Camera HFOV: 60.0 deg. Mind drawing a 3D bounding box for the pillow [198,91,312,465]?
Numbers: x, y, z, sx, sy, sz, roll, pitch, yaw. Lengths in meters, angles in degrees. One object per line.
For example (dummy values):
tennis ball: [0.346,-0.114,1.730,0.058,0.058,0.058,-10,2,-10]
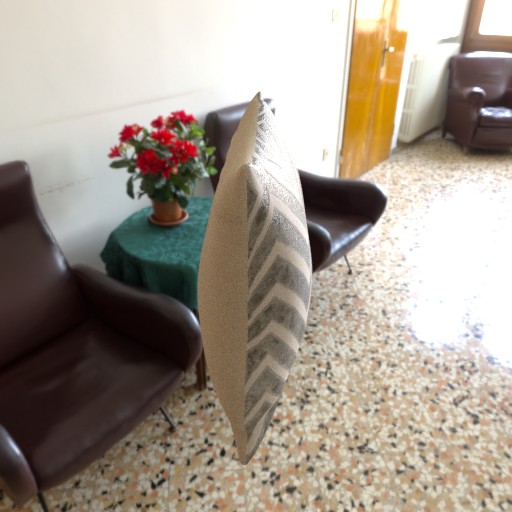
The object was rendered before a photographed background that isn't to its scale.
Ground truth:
pillow: [0.000,0.000,0.709,0.182,0.441,0.440,1,30,2]
